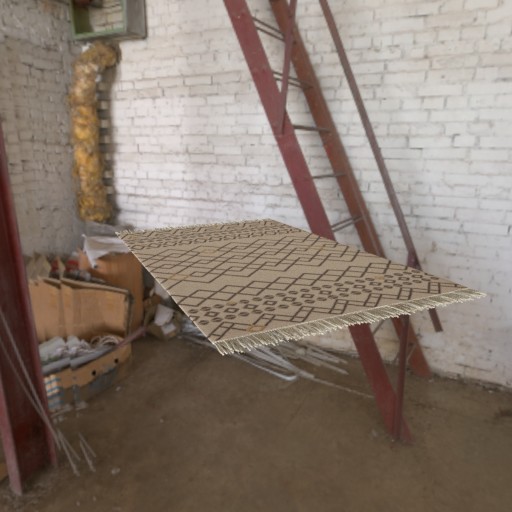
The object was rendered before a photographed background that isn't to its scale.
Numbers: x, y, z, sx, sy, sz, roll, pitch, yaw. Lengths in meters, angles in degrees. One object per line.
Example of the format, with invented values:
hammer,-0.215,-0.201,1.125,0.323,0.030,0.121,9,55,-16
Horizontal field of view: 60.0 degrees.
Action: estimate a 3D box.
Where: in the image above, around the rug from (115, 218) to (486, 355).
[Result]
rug,0.000,0.000,2.501,1.224,0.028,2.023,-7,17,-25
